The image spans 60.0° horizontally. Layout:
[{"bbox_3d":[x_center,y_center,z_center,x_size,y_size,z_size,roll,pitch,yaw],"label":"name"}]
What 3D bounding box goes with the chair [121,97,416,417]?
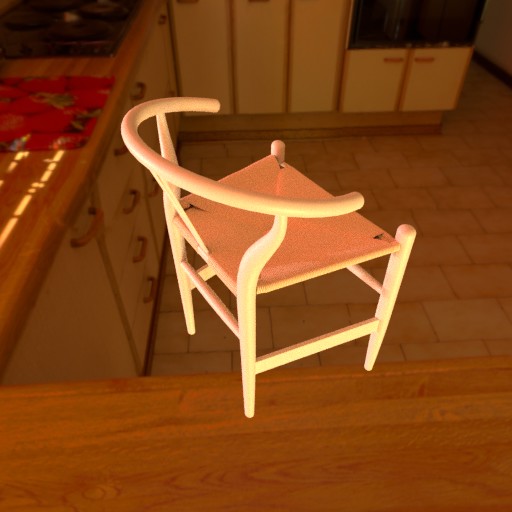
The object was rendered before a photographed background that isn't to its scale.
[{"bbox_3d":[0.000,0.000,1.084,0.500,0.736,0.533,-24,46,-25],"label":"chair"}]
